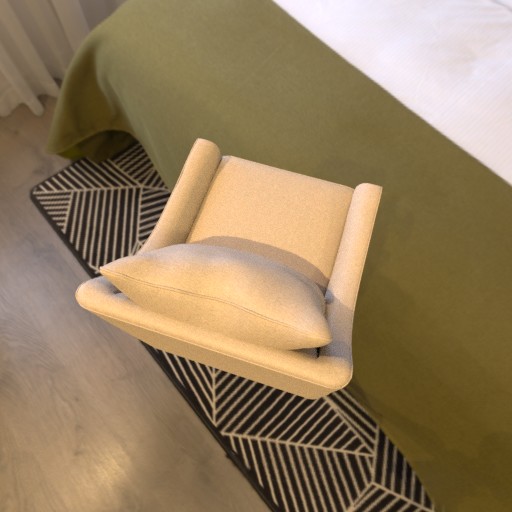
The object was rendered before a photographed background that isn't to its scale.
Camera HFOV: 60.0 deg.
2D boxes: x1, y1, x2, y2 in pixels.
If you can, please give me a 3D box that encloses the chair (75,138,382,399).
[{"bbox_3d":[0.000,0.000,1.604,0.760,0.942,0.876,16,66,8],"label":"chair"}]
